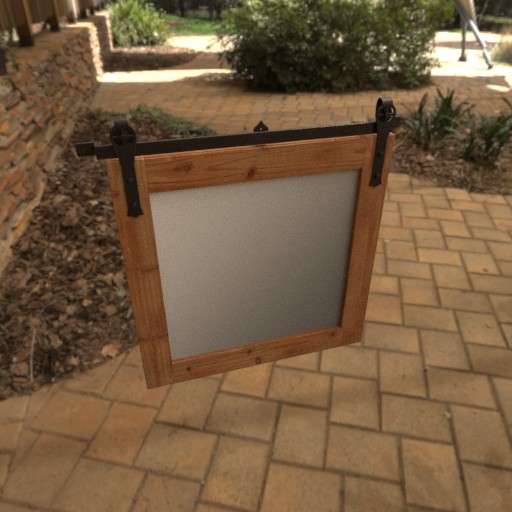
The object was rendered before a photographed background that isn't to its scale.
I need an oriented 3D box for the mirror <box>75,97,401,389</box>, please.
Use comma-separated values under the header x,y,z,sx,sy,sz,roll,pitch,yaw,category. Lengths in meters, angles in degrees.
x,y,z,sx,sy,sz,roll,pitch,yaw,category
0.000,0.000,1.218,0.805,0.800,0.054,-9,33,-14,mirror
